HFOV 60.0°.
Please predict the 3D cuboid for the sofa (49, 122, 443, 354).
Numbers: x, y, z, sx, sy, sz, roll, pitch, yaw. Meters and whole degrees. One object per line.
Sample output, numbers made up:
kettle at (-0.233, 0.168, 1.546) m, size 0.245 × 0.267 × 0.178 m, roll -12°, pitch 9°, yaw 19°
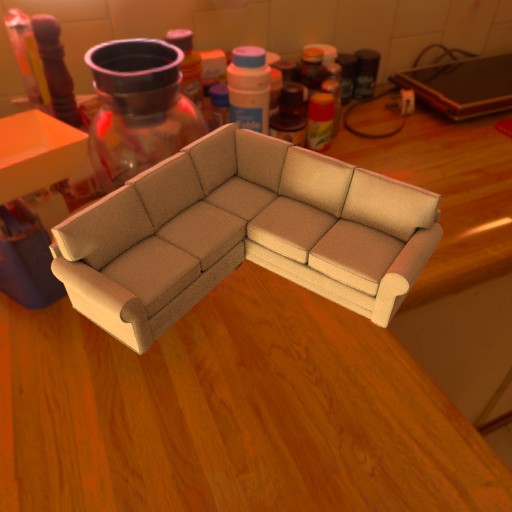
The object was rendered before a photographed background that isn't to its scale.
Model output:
sofa at (0.000, 0.000, 3.969) m, size 2.562 × 1.053 × 2.487 m, roll 26°, pitch 48°, yaw 26°
